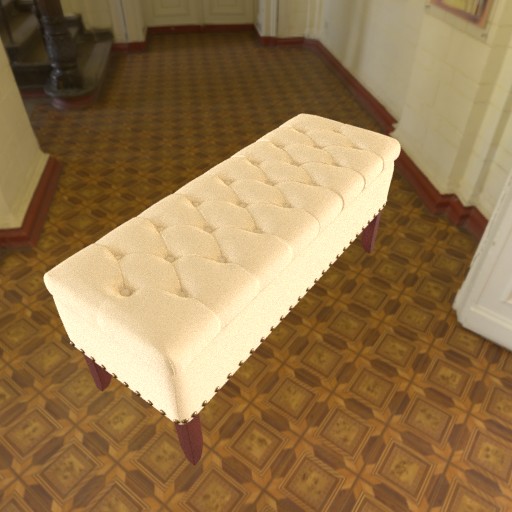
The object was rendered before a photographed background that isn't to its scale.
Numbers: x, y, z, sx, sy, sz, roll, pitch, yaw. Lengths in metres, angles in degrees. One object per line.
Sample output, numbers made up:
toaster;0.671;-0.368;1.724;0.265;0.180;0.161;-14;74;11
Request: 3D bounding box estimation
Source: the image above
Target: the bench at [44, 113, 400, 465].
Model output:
bench;0.000;0.000;1.315;0.400;0.470;1.054;26;47;27
